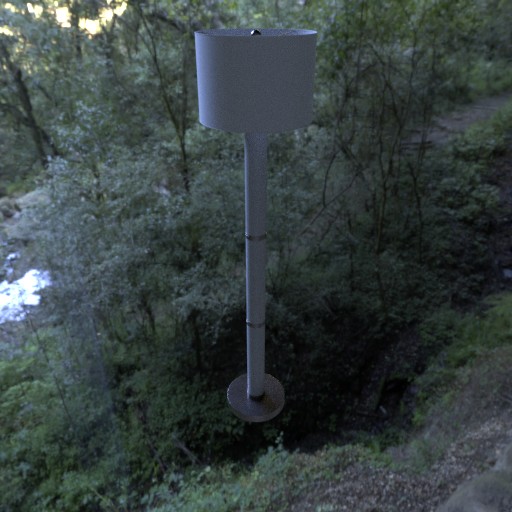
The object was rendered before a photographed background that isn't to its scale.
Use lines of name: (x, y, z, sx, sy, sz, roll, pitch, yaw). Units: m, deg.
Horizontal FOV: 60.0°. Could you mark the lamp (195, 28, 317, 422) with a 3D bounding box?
lamp: (0.000, 0.000, 1.755, 0.377, 1.599, 0.377, -8, 31, -13)
